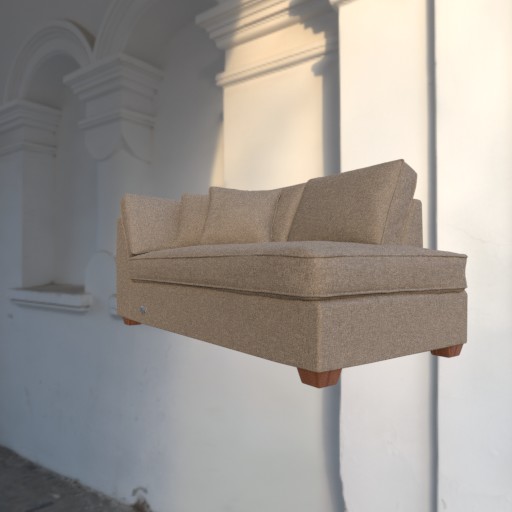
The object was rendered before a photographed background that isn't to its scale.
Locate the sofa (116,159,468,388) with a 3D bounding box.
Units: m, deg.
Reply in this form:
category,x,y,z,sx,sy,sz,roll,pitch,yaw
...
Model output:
category,x,y,z,sx,sy,sz,roll,pitch,yaw
sofa,0.000,0.000,2.826,1.110,1.033,2.237,1,-1,-37
